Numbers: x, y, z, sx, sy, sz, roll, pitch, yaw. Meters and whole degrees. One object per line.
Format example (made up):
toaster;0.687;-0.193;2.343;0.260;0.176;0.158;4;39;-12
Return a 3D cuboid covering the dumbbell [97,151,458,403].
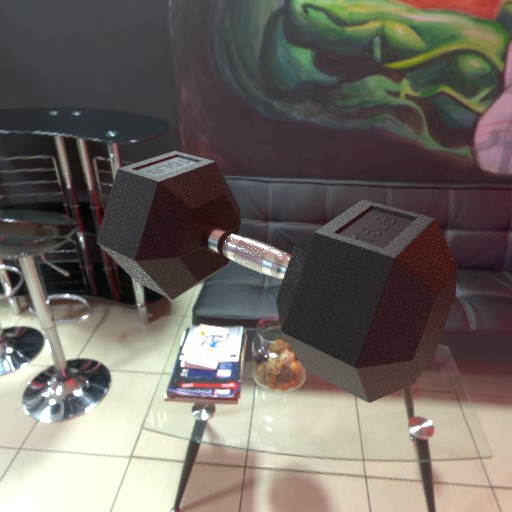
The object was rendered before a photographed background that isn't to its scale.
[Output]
dumbbell;0.000;0.000;0.335;0.271;0.106;0.122;21;36;32
